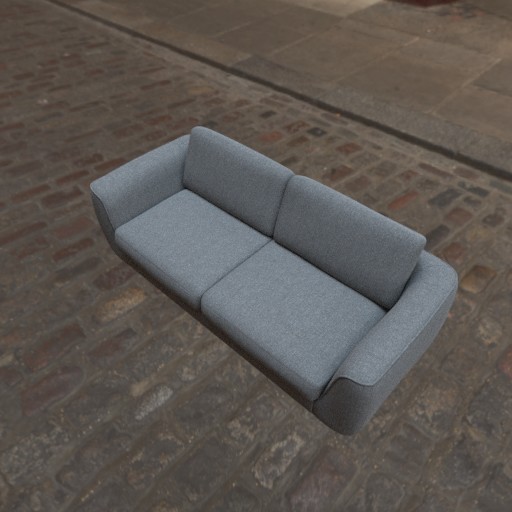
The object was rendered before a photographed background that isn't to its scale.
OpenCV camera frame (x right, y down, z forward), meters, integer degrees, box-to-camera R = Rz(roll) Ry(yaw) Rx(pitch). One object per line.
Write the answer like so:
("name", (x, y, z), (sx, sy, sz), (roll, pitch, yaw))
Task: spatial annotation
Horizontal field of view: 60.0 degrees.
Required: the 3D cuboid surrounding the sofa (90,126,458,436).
("sofa", (0.000, 0.000, 2.510), (2.000, 0.870, 0.920), (33, 54, 29))
